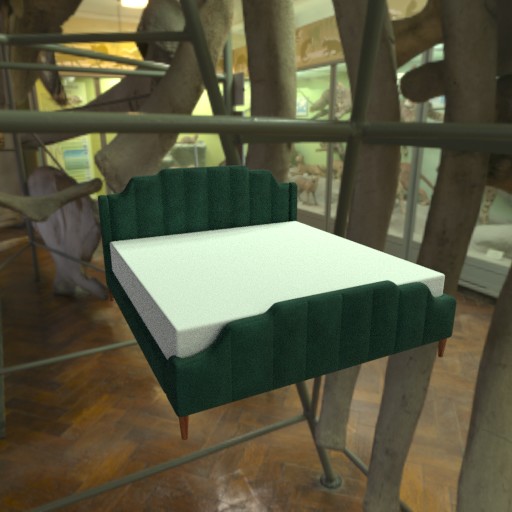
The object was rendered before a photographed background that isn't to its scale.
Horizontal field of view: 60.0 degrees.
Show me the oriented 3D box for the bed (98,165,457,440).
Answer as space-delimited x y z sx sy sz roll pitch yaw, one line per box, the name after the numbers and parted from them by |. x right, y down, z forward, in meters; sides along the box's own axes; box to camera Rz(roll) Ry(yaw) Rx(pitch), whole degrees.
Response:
0.000 0.000 3.618 2.074 1.245 2.340 -8 19 -26 | bed
